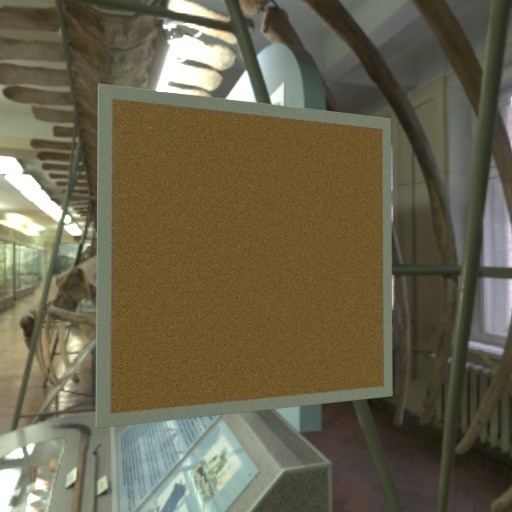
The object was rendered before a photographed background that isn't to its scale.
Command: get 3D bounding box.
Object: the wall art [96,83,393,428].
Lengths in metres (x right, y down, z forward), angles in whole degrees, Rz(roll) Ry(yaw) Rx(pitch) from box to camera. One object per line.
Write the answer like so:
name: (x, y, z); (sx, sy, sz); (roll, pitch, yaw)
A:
wall art: (0.000, 0.000, 0.603); (0.406, 0.406, 0.038); (0, -1, -18)
